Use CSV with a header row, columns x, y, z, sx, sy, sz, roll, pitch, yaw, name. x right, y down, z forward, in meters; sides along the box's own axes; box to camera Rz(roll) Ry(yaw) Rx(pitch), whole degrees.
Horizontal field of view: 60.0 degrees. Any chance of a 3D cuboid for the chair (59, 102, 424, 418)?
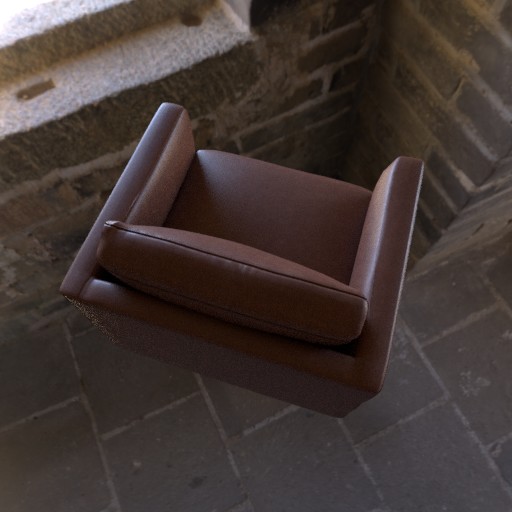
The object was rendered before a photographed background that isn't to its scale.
x,y,z,sx,sy,sz,roll,pitch,yaw,name
0.000,0.000,1.842,1.107,0.917,0.959,16,65,8,chair
